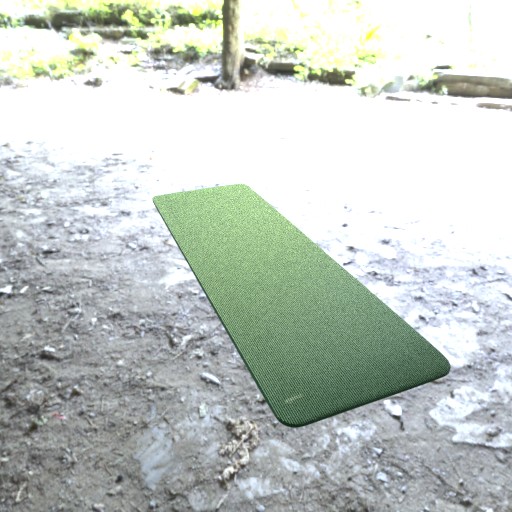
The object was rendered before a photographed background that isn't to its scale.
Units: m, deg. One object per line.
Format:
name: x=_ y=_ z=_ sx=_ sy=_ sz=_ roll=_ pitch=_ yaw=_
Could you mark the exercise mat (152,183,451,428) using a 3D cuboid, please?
exercise mat: x=0.000 y=0.000 z=2.061 sx=0.616 sy=0.021 sz=1.869 roll=-12 pitch=31 yaw=-20
